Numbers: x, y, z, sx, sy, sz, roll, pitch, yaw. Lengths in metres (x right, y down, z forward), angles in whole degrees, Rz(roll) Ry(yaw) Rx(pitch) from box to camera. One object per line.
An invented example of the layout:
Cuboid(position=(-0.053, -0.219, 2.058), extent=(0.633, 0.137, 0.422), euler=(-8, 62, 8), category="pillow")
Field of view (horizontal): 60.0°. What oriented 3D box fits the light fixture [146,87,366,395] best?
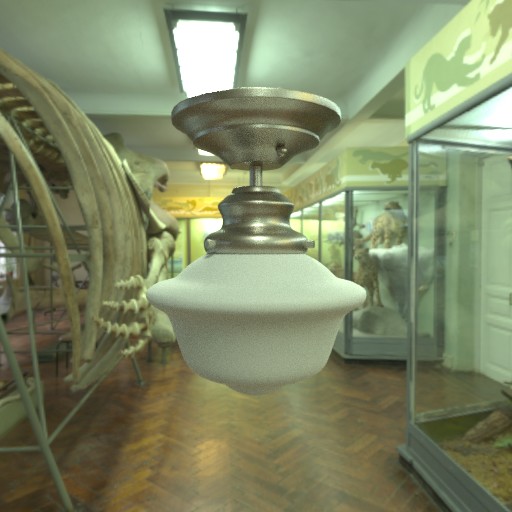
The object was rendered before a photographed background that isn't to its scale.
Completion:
Cuboid(position=(0.000, 0.000, 0.407), extent=(0.199, 0.254, 0.199), euler=(0, 1, 0), category="light fixture")
